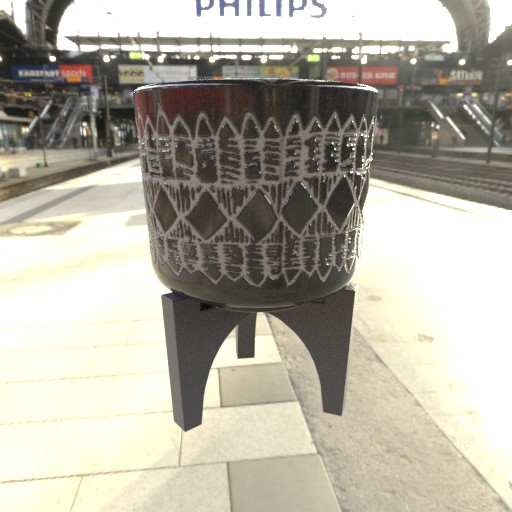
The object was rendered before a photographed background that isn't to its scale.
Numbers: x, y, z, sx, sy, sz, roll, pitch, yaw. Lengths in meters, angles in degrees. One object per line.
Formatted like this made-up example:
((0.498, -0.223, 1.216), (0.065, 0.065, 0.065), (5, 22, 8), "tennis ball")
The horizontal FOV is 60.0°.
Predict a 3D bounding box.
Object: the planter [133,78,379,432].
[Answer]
((0.000, 0.000, 0.512), (0.251, 0.355, 0.251), (-2, 15, -9), "planter")
